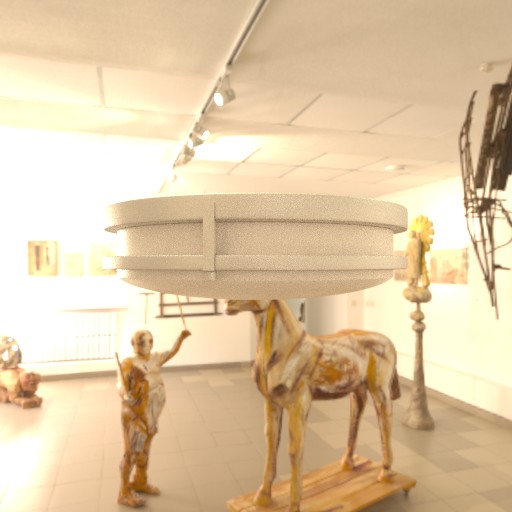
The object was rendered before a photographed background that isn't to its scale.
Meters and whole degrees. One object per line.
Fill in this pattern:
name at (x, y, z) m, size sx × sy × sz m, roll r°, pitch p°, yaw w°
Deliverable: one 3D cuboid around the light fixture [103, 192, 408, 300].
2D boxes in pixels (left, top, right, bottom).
light fixture at (0.000, 0.000, 0.544) m, size 0.356 × 0.102 × 0.356 m, roll 0°, pitch -1°, yaw 0°
